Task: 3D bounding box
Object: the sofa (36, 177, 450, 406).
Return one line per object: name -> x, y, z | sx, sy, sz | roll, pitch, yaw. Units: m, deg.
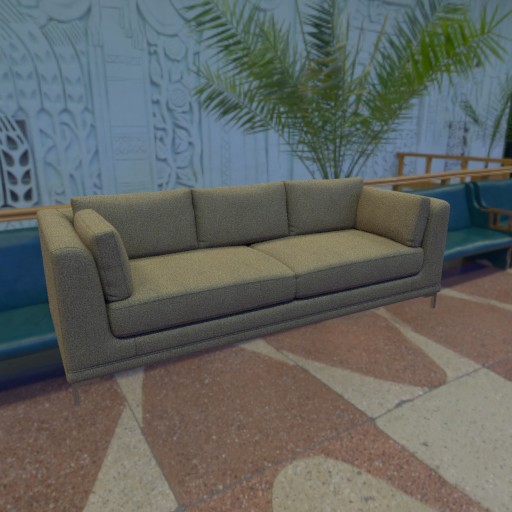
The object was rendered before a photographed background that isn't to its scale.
sofa -> 0.000, 0.000, 2.836 | 2.415, 0.867, 0.969 | -9, 19, -27
